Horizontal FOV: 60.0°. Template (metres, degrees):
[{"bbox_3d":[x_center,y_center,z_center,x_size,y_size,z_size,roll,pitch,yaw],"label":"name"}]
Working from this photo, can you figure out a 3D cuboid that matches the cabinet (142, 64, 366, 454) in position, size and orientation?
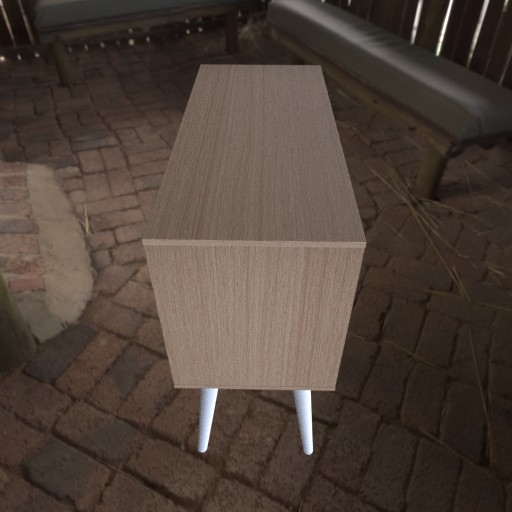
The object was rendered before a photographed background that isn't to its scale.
[{"bbox_3d":[0.000,0.000,1.634,0.470,1.016,1.057,1,41,1],"label":"cabinet"}]
